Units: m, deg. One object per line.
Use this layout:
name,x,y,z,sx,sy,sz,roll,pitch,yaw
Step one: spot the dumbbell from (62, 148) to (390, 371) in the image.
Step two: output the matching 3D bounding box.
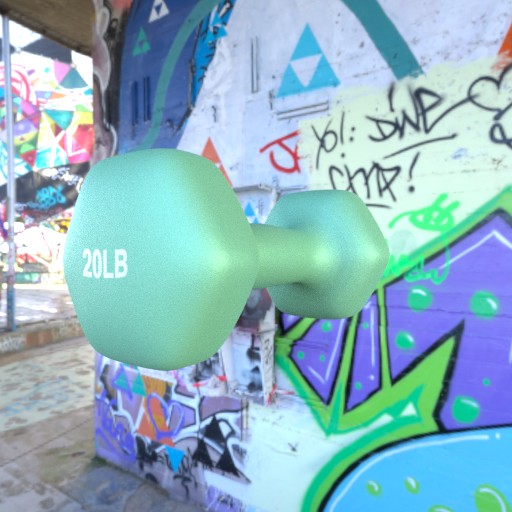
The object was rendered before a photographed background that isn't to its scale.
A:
dumbbell,0.000,0.000,0.330,0.129,0.117,0.260,1,1,37
